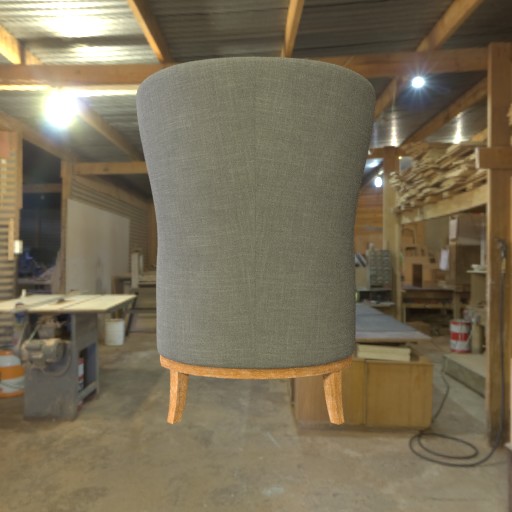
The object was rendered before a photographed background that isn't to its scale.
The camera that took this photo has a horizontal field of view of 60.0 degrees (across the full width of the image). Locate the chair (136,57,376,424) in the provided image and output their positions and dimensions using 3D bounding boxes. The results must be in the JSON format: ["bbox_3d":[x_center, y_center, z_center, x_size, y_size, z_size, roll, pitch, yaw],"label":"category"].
[{"bbox_3d":[0.000,0.000,1.725,0.864,1.176,0.883,0,0,0],"label":"chair"}]
